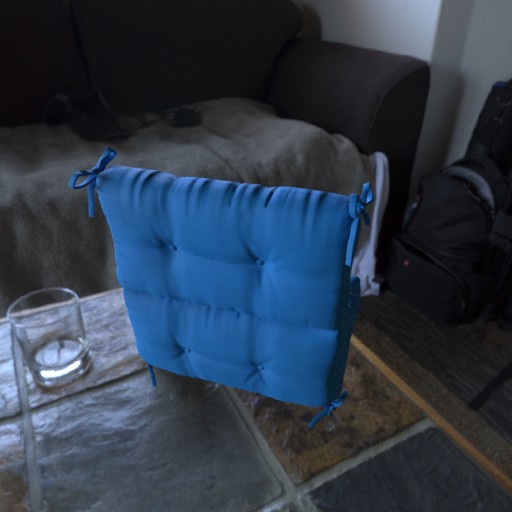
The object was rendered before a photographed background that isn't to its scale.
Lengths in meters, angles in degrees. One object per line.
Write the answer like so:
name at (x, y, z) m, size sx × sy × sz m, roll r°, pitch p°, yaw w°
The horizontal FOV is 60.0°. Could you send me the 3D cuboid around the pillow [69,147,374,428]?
pillow at (0.000, 0.000, 1.045) m, size 0.519 × 0.605 × 0.571 m, roll 10°, pitch 33°, yaw 15°
